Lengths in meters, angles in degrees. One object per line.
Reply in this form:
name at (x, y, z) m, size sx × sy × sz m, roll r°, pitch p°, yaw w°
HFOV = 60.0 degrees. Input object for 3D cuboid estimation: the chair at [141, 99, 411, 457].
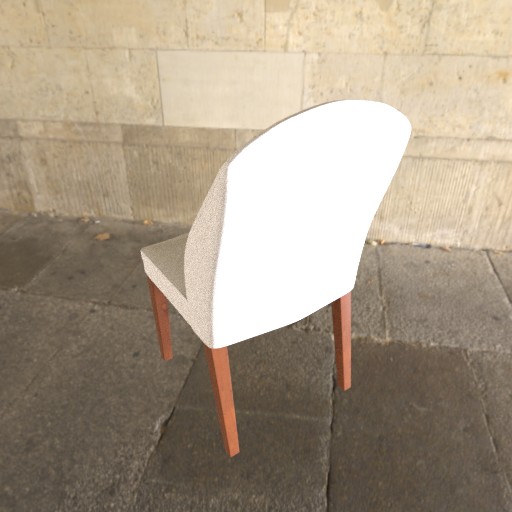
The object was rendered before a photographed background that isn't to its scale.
chair at (0.000, 0.000, 1.202) m, size 0.472 × 0.893 × 0.540 m, roll -19°, pitch 35°, yaw -29°
